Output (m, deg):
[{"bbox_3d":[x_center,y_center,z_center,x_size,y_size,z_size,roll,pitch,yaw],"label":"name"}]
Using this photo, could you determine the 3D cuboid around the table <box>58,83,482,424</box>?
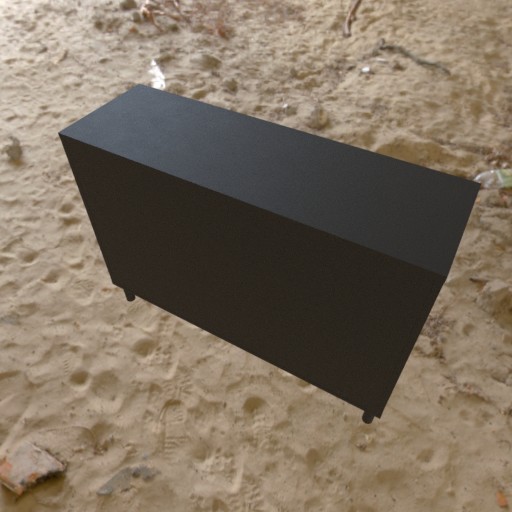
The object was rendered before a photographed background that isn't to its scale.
[{"bbox_3d":[0.000,0.000,1.608,1.200,0.855,0.400,23,50,20],"label":"table"}]
